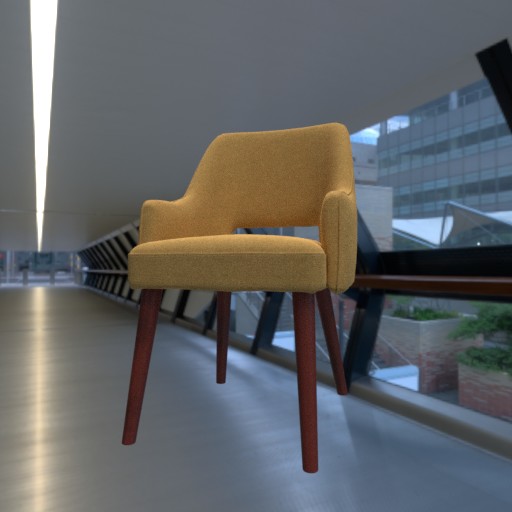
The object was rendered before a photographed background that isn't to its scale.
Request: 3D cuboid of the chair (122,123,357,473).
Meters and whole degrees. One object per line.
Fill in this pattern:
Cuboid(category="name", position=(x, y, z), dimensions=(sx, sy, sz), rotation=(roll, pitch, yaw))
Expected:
Cuboid(category="chair", position=(0.000, 0.000, 1.213), dimensions=(0.548, 0.849, 0.605), rotation=(0, -1, 18))
